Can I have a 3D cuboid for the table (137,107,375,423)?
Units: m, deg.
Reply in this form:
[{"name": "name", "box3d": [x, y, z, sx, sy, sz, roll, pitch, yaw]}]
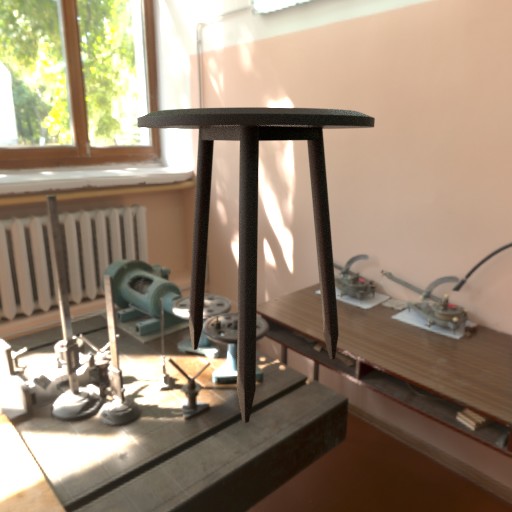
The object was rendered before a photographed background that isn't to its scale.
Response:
[{"name": "table", "box3d": [0.000, 0.000, 0.956, 0.457, 0.585, 0.457, 0, 15, 0]}]
